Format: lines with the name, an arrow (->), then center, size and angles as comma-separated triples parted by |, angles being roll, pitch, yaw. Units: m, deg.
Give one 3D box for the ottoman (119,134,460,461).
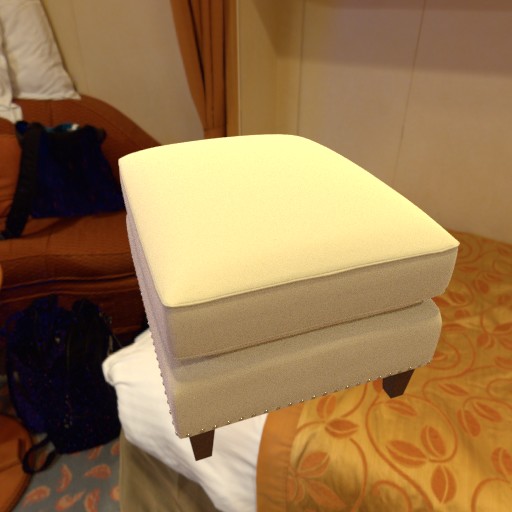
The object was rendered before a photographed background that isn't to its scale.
ottoman -> 0.000, 0.000, 1.134 | 0.584, 0.513, 0.741 | -11, 33, -17
